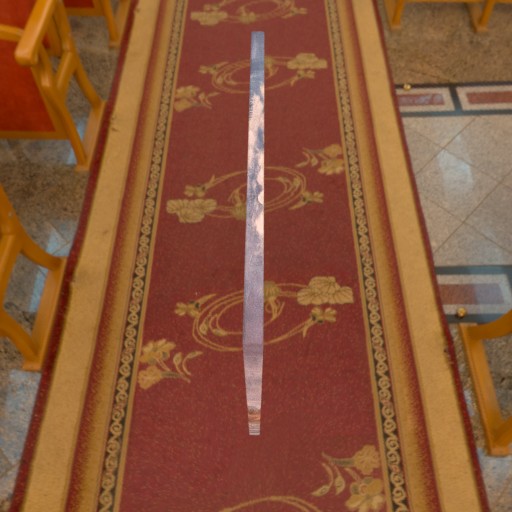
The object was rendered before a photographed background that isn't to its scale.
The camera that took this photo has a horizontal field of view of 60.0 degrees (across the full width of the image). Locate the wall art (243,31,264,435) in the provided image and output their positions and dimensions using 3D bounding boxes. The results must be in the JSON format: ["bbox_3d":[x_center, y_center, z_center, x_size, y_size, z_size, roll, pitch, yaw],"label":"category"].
[{"bbox_3d":[0.000,0.000,1.546,0.040,1.020,1.010,1,59,0],"label":"wall art"}]
